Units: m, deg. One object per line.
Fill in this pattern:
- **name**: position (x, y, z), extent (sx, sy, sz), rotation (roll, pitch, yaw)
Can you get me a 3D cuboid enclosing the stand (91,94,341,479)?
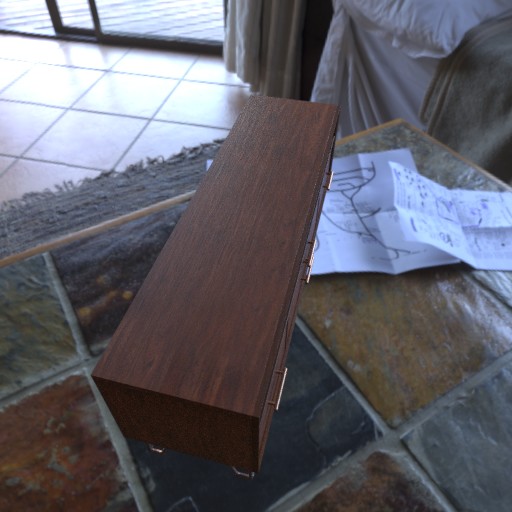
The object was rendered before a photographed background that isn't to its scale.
- **stand**: position (0.000, 0.000, 1.888), extent (0.481, 0.610, 1.626), rotation (11, 47, 10)
